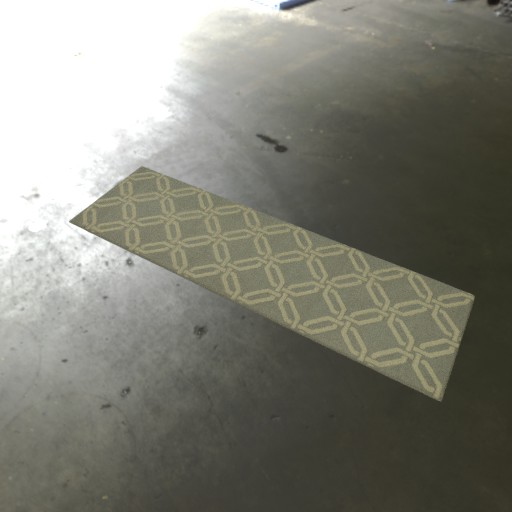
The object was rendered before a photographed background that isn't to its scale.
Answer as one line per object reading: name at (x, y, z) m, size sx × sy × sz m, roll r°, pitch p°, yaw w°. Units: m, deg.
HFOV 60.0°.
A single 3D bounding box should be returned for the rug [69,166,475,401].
rug at (0.000, 0.000, 2.523) m, size 2.276 × 0.014 × 0.678 m, roll 23°, pitch 51°, yaw 21°
